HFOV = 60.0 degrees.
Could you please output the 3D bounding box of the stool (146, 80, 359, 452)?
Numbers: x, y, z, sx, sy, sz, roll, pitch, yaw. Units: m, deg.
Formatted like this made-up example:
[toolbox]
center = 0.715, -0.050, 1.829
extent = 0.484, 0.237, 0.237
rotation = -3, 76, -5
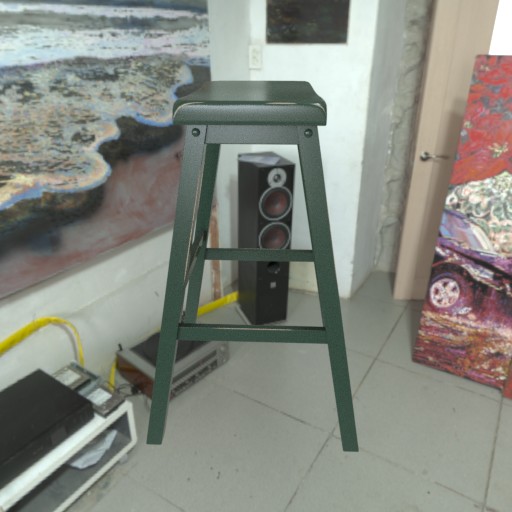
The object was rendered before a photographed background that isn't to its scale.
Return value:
[stool]
center = 0.000, 0.000, 1.040
extent = 0.476, 0.737, 0.457
rotation = 1, 25, 2
